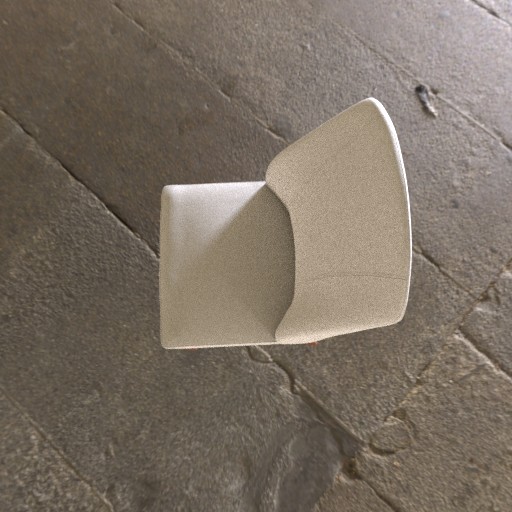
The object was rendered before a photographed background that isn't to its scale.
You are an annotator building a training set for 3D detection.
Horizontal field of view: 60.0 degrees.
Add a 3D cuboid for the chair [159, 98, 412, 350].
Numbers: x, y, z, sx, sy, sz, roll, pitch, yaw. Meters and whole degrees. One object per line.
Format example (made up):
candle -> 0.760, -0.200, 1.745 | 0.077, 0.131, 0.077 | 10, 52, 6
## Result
chair -> 0.000, 0.000, 1.209 | 0.540, 0.893, 0.472 | -3, 75, -1
